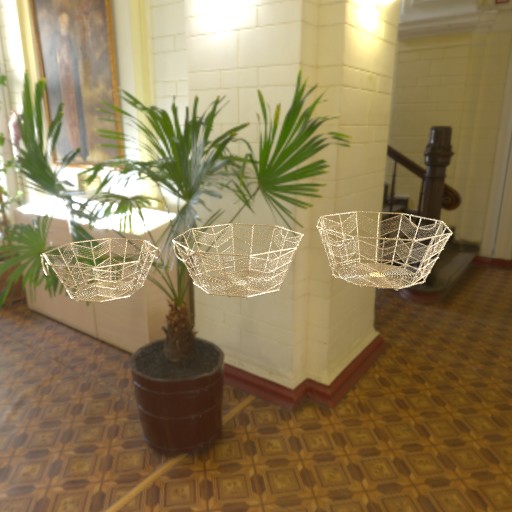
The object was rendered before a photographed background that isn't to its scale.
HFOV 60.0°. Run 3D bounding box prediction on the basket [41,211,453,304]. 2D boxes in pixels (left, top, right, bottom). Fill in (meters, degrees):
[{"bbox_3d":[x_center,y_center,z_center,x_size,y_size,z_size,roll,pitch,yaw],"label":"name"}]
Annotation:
[{"bbox_3d":[0.000,0.000,1.380,1.246,0.178,0.432,-3,17,-9],"label":"basket"}]
